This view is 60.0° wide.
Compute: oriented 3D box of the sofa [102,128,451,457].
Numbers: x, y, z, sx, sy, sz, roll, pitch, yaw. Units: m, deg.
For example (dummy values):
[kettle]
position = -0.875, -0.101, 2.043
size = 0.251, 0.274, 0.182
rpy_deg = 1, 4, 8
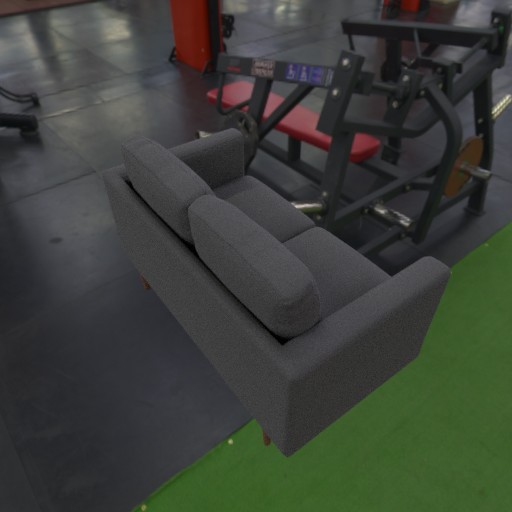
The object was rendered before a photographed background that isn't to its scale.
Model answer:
[sofa]
position = 0.000, 0.000, 2.026
size = 0.796, 0.908, 1.430
rpy_deg = -27, 49, -26
